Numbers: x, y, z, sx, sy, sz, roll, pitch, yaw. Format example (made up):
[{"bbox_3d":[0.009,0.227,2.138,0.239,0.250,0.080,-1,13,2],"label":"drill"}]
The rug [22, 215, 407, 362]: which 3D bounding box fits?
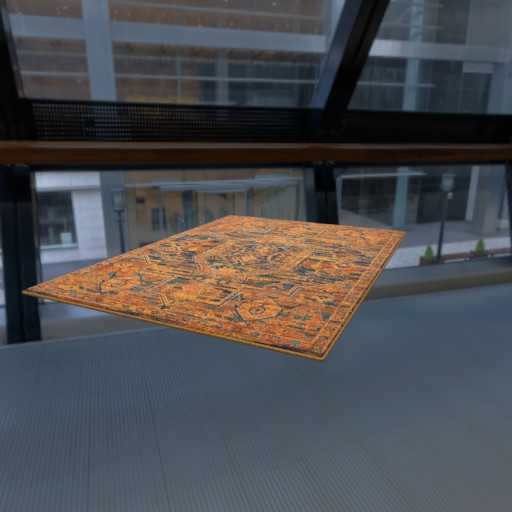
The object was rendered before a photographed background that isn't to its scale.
[{"bbox_3d":[0.000,0.000,2.874,1.588,0.024,2.204,8,18,24],"label":"rug"}]
